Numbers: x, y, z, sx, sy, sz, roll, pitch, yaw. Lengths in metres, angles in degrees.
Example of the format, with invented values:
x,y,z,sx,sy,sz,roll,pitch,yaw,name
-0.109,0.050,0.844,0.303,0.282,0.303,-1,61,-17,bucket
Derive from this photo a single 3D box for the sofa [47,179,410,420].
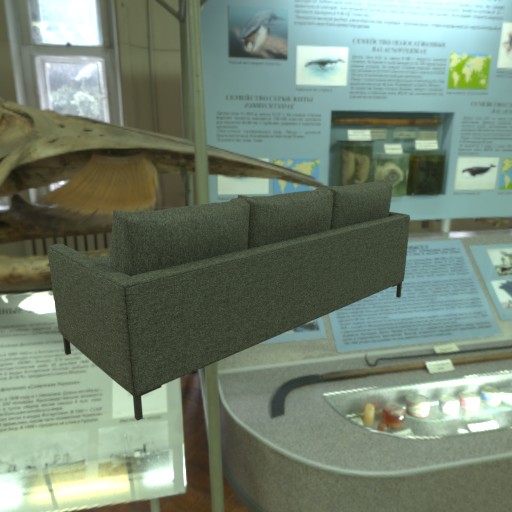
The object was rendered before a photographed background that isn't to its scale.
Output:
x,y,z,sx,sy,sz,roll,pitch,yaw,name
0.000,0.000,2.793,2.253,0.879,0.876,-14,21,-41,sofa
